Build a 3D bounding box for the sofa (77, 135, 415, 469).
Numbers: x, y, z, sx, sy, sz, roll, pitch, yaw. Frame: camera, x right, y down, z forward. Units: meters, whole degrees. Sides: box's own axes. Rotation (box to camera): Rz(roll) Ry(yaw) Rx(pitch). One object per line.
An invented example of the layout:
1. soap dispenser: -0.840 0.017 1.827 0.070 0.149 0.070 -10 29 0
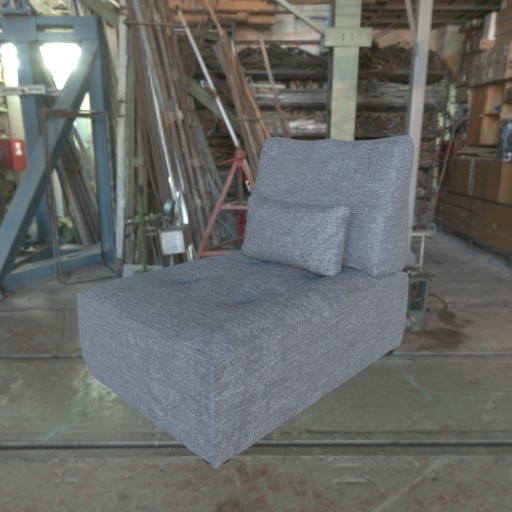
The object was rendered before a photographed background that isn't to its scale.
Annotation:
1. sofa: 0.000 0.000 1.555 0.700 0.820 1.000 14 20 42
